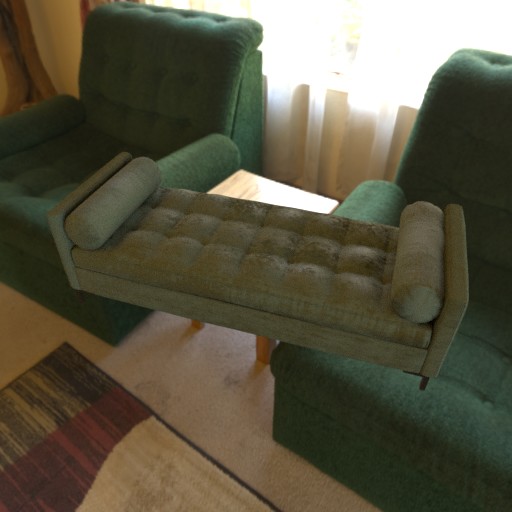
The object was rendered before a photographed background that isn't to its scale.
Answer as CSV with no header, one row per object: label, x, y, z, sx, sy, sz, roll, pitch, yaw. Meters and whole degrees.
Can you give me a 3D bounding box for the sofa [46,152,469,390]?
sofa,0.000,0.000,2.556,2.130,0.681,0.817,12,41,14
